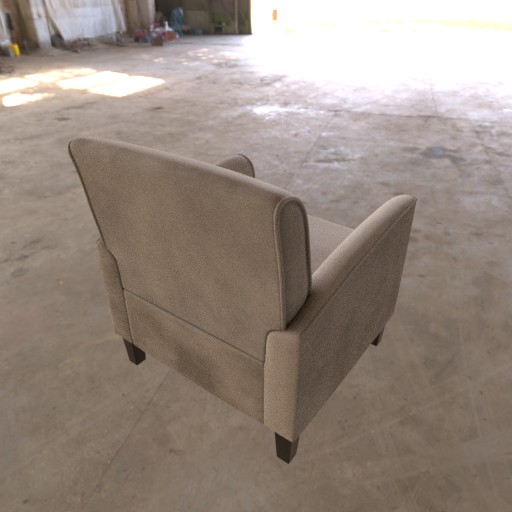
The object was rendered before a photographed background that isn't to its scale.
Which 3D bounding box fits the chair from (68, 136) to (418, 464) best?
[{"bbox_3d":[0.000,0.000,1.558,0.820,0.915,0.821,21,37,31],"label":"chair"}]
